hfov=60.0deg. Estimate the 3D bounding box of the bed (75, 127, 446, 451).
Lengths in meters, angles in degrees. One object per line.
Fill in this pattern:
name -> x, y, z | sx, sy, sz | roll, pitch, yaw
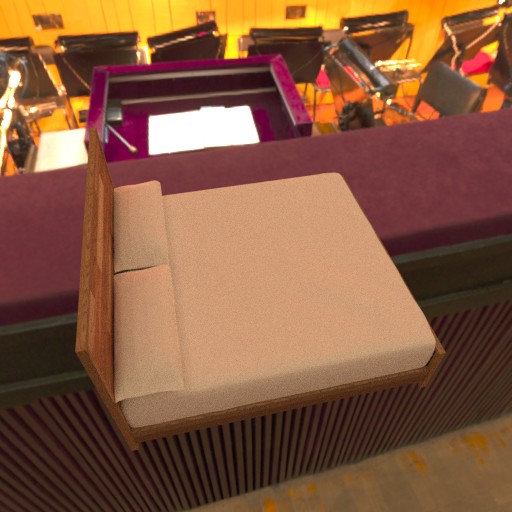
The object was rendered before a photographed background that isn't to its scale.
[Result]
bed -> 0.000, 0.000, 3.385 | 2.184, 1.295, 2.013 | -9, 48, -8
